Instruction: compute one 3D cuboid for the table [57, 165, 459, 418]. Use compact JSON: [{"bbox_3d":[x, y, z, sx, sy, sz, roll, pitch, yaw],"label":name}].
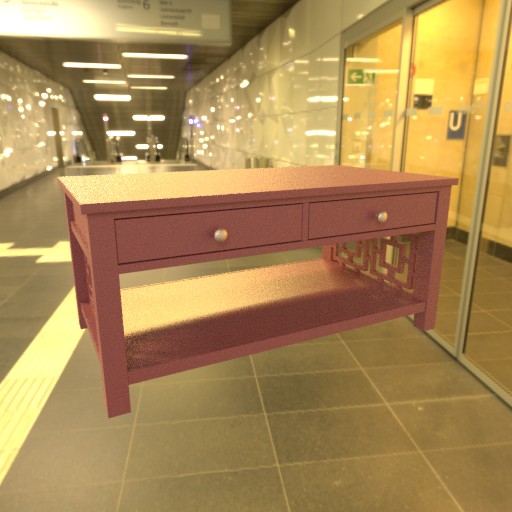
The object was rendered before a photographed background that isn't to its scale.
[{"bbox_3d":[0.000,0.000,1.412,1.068,0.493,0.612,-8,18,-26],"label":"table"}]
